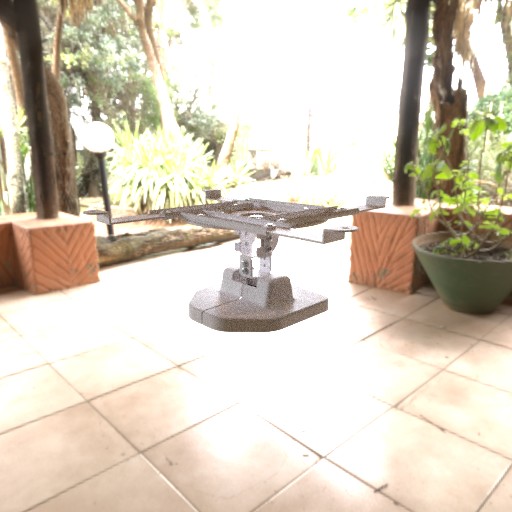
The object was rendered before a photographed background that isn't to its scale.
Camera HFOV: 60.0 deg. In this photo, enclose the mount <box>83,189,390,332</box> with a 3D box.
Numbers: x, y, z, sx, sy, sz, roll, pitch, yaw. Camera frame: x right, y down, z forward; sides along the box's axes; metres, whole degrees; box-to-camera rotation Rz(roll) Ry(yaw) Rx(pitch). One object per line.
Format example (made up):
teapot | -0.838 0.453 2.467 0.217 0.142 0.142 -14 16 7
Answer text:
mount | 0.000 0.000 0.589 0.394 0.141 0.394 -13 19 -42
